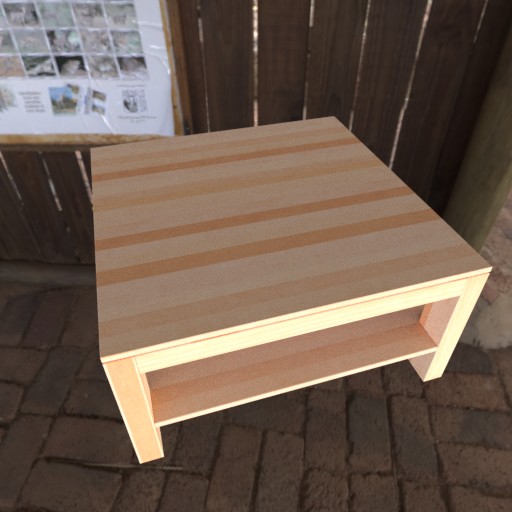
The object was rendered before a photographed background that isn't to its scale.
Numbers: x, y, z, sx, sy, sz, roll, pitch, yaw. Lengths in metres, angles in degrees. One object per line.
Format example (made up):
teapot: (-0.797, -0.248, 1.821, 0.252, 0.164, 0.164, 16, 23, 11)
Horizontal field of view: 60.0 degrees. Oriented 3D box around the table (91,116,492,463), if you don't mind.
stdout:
table: (0.000, 0.000, 1.424, 0.900, 0.450, 0.900, -11, 42, -13)
